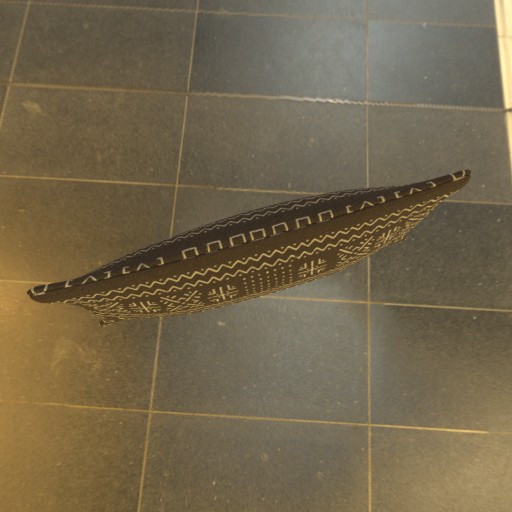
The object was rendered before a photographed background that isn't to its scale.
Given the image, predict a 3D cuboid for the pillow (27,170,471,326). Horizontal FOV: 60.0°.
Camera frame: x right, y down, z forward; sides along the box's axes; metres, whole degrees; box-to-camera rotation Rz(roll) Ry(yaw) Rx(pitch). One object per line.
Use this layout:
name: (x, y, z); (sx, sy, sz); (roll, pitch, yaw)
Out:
pillow: (0.000, 0.000, 0.778); (0.667, 0.322, 0.135); (-16, 75, -4)
